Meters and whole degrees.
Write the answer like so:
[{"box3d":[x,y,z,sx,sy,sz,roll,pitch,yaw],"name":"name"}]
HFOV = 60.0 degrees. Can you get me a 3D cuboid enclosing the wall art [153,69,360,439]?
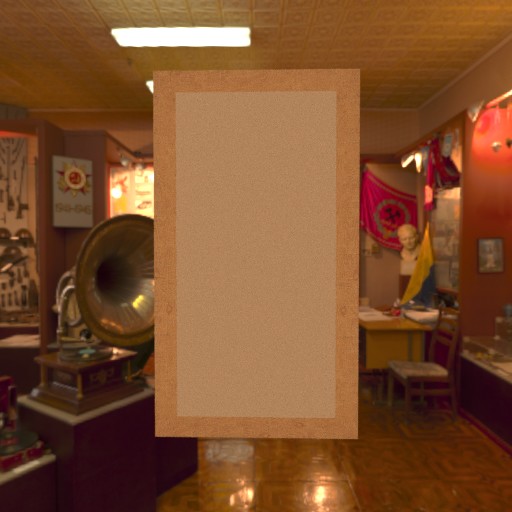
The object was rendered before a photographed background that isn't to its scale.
[{"box3d":[0.000,0.000,0.830,0.381,0.683,0.013,0,2,2],"name":"wall art"}]
